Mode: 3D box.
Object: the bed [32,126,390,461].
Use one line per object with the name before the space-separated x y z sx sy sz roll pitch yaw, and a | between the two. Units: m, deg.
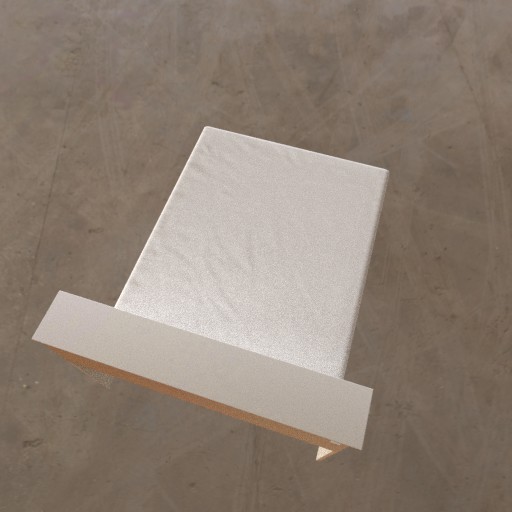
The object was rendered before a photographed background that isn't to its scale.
bed | 0.000 0.000 3.051 1.671 1.092 2.133 16 63 8
